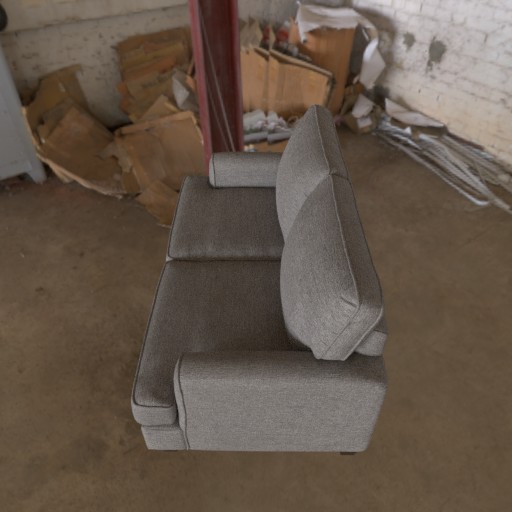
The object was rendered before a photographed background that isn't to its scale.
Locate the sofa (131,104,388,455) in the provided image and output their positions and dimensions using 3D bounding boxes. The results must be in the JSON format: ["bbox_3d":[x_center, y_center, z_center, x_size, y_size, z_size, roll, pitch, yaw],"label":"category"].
[{"bbox_3d":[0.000,0.000,2.204,0.965,0.965,1.651,0,41,0],"label":"sofa"}]
